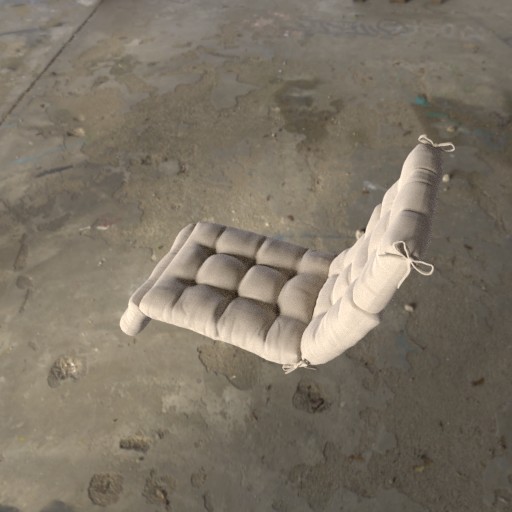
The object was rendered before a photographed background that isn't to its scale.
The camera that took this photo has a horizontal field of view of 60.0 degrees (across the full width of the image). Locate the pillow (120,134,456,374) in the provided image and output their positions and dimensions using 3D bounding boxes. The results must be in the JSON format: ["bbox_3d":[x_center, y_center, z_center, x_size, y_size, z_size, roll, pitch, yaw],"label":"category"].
[{"bbox_3d":[0.000,0.000,1.513,1.016,0.863,0.526,16,49,15],"label":"pillow"}]
